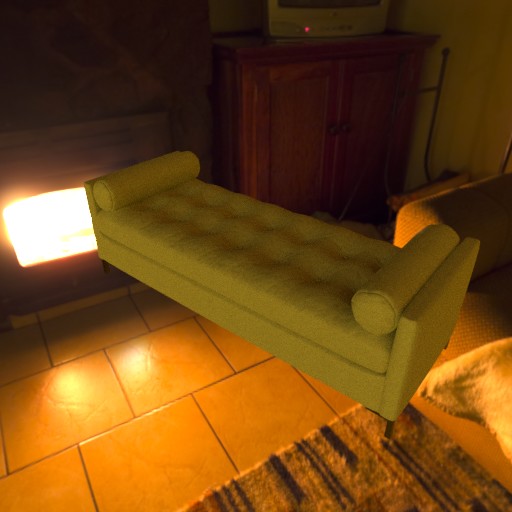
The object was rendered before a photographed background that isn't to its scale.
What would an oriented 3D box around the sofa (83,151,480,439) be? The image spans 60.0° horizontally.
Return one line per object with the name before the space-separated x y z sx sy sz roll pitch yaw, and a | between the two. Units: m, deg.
sofa | 0.000 0.000 2.512 2.102 0.705 0.796 23 38 32
